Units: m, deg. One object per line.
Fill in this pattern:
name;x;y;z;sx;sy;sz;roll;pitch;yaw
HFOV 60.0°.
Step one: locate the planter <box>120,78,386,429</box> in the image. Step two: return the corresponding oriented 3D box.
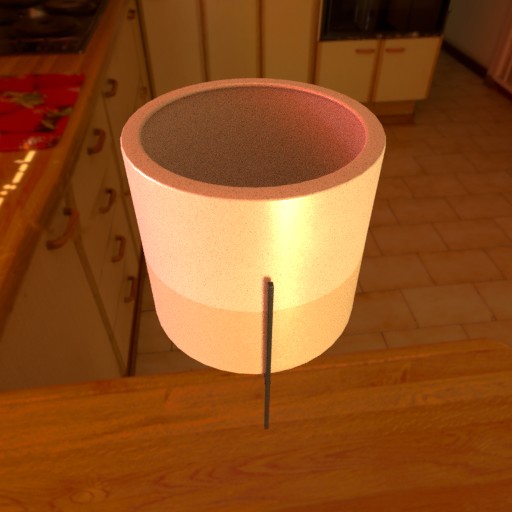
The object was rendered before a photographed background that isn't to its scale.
planter;0.000;0.000;0.768;0.368;0.484;0.359;-27;48;-27
